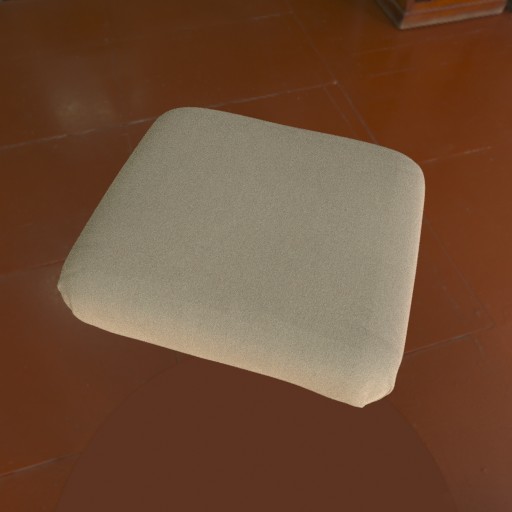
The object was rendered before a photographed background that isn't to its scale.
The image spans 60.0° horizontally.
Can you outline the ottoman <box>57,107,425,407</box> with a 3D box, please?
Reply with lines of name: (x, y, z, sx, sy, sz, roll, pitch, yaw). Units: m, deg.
ottoman: (0.000, 0.000, 1.146, 0.746, 0.450, 0.639, 15, 58, 9)
